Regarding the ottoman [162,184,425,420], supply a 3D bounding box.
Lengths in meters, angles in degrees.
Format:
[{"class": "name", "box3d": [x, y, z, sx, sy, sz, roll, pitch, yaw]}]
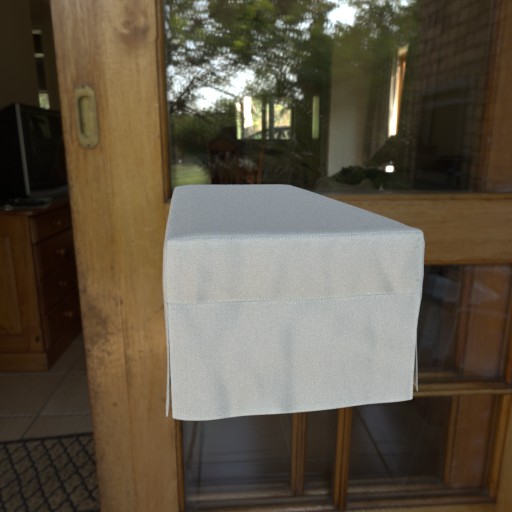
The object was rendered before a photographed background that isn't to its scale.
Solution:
[{"class": "ottoman", "box3d": [0.000, 0.000, 1.693, 0.665, 0.457, 1.388, -2, 14, -9]}]
